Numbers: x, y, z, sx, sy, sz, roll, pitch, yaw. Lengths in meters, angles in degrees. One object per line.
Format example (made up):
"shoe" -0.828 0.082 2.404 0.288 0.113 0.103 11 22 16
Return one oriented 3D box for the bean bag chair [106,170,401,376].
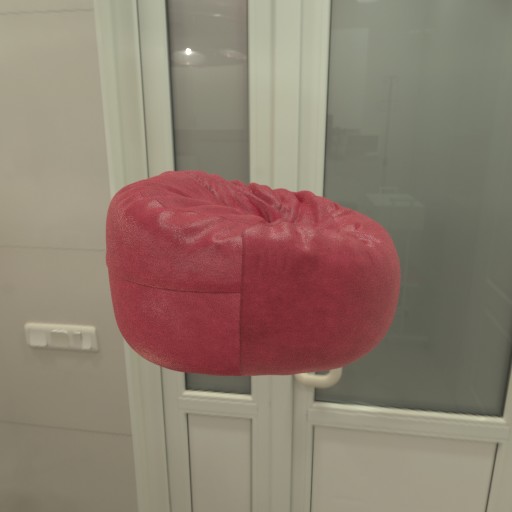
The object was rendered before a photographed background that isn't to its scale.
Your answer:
"bean bag chair" 0.000 0.000 2.443 1.524 0.878 1.524 2 16 8
